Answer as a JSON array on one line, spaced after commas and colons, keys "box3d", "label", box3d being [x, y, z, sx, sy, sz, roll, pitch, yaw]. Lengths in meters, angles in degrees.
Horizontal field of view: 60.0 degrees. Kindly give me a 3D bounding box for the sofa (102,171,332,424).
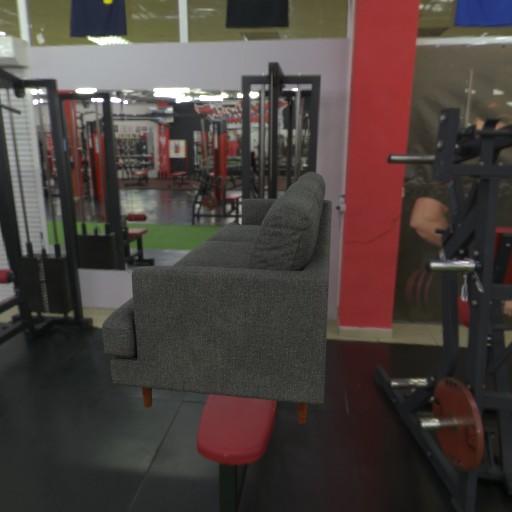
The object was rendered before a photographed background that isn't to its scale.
[{"box3d": [0.000, 0.000, 2.748, 0.903, 0.930, 2.246, 2, 15, 9], "label": "sofa"}]
